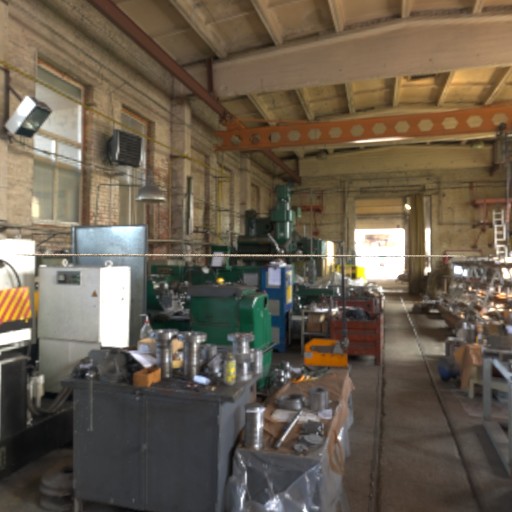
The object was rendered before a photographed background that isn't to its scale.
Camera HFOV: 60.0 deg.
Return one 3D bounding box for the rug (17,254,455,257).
[{"bbox_3d":[0.000,0.000,2.650,2.464,0.005,0.660,0,-1,-17],"label":"rug"}]
